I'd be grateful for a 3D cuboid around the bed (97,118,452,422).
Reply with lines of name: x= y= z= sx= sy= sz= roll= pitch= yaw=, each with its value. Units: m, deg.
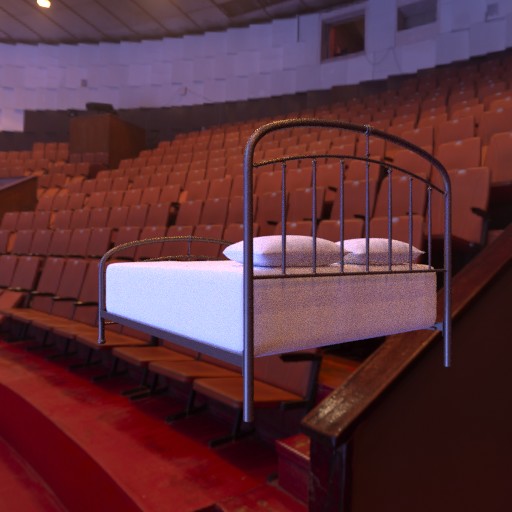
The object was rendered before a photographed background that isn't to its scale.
bed: x=0.000 y=0.000 z=3.335 sx=1.711 sy=1.475 sz=2.168 roll=0 pitch=0 yaw=-36
